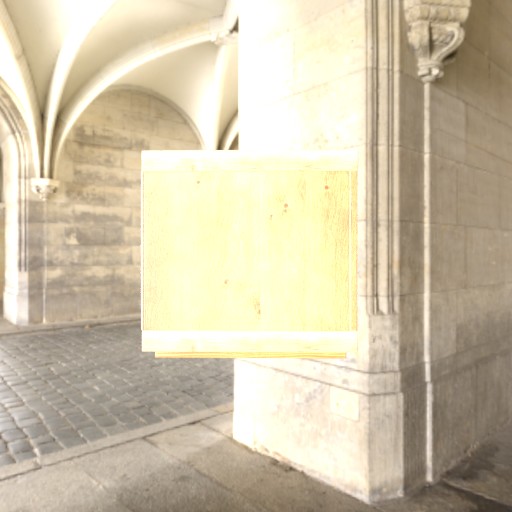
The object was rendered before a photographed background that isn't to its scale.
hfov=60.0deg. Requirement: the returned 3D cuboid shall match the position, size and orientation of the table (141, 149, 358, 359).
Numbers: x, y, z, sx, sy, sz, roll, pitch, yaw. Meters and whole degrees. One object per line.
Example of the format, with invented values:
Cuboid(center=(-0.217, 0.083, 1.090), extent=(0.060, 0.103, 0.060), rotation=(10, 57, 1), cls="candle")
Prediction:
Cuboid(center=(0.000, 0.000, 1.767), extent=(0.499, 0.491, 1.499), rotation=(0, 0, 1), cls="table")
